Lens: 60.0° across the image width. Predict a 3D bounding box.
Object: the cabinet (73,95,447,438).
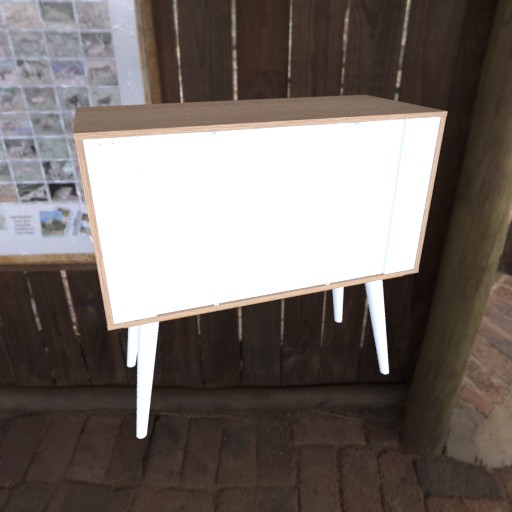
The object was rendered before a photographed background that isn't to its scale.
[{"bbox_3d":[0.000,0.000,1.599,1.057,1.016,0.470,-9,27,-17],"label":"cabinet"}]
